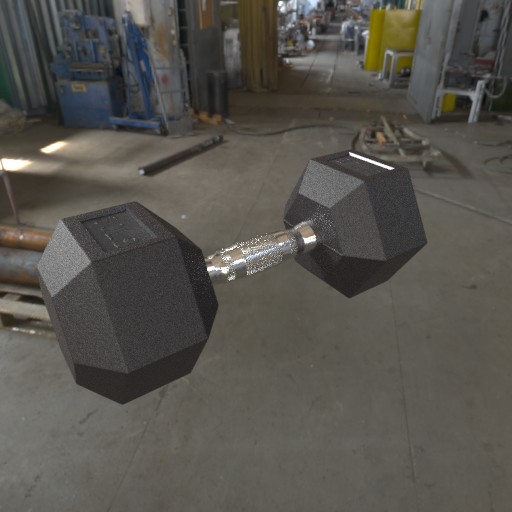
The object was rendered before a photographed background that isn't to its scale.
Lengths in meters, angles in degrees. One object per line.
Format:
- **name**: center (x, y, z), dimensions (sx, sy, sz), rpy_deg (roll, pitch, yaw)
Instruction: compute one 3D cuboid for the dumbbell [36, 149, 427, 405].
- **dumbbell**: center (0.000, 0.000, 0.390), dimensions (0.337, 0.123, 0.142), rpy_deg (-19, 36, -29)
